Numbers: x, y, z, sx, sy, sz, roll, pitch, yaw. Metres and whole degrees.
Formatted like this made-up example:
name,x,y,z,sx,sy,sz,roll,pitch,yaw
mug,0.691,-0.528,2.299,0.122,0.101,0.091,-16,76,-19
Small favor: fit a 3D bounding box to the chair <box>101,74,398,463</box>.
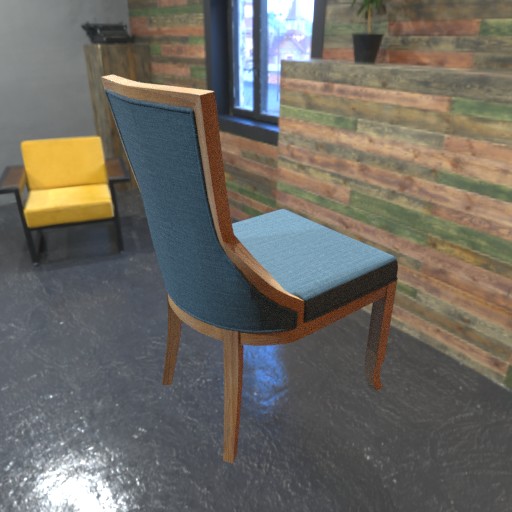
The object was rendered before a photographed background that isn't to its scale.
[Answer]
name,x,y,z,sx,sy,sz,roll,pitch,yaw
chair,0.000,0.000,1.250,0.641,0.947,0.524,-19,32,-33
